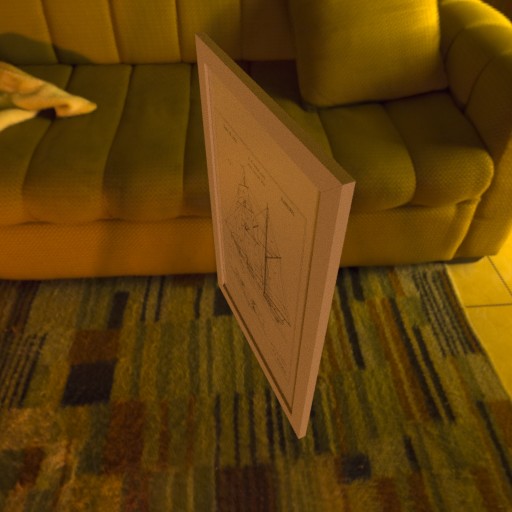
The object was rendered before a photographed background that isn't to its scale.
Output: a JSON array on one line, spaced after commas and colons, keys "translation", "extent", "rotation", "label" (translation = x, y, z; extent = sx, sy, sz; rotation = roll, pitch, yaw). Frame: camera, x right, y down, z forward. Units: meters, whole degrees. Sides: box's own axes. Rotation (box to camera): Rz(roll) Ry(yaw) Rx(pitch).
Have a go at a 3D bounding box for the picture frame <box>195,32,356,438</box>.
[{"translation": [0.000, 0.000, 0.589], "extent": [0.011, 0.459, 0.326], "rotation": [-18, 49, -17], "label": "picture frame"}]
